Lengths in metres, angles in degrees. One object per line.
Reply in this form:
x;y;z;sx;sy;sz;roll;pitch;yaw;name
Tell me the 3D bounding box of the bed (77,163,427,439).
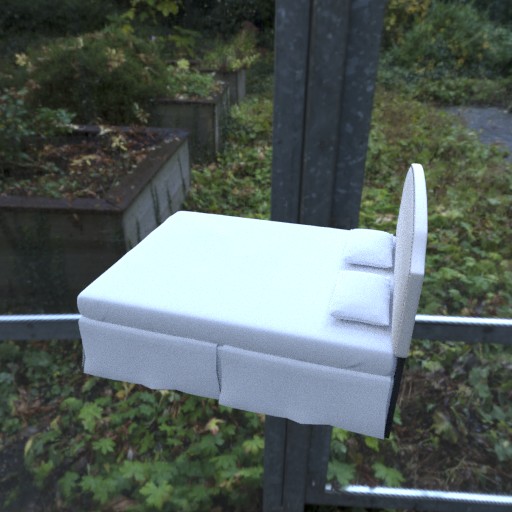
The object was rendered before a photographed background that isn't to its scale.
0.000;0.000;3.042;1.999;1.270;1.558;8;29;15;bed
